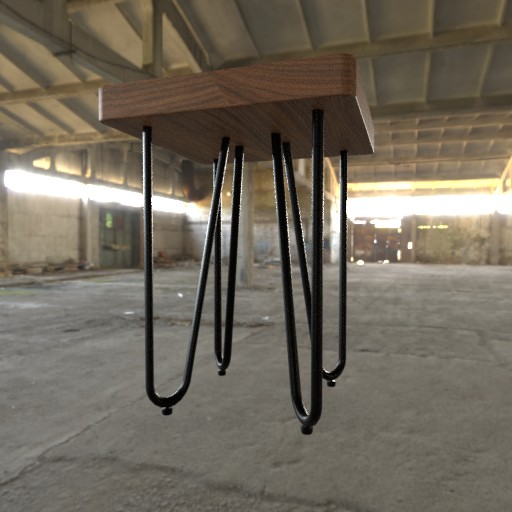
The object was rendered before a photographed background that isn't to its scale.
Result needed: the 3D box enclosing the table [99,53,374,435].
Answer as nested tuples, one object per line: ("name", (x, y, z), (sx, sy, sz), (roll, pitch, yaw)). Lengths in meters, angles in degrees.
("table", (0.000, 0.000, 0.987), (0.479, 0.641, 0.480), (0, 1, 18))
